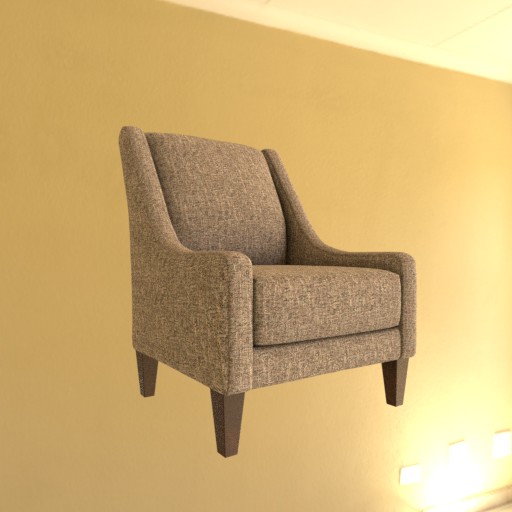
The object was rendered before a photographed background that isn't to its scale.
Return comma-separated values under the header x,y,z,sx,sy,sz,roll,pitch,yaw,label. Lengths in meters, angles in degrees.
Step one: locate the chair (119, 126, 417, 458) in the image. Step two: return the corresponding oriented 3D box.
x,y,z,sx,sy,sz,roll,pitch,yaw,label
0.000,0.000,1.620,0.774,1.014,0.870,0,0,-34,chair
